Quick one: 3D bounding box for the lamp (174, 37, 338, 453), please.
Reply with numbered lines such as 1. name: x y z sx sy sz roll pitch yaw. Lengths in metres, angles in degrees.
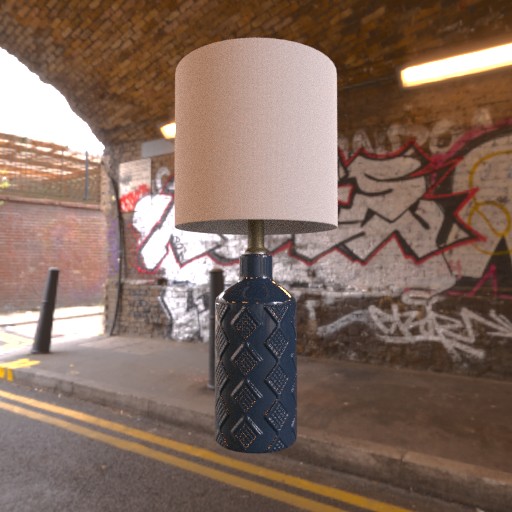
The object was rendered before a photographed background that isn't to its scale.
1. lamp: 0.000 0.000 0.569 0.207 0.461 0.207 1 -2 -18
